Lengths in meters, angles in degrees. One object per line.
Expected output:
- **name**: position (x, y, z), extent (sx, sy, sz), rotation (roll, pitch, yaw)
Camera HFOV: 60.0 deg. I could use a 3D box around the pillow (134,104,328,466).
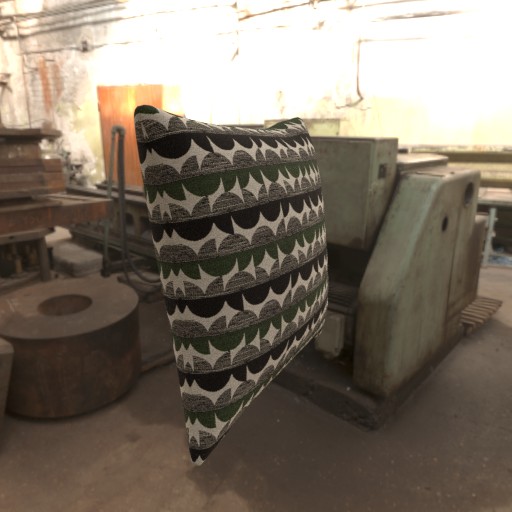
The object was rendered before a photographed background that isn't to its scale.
- **pillow**: position (0.000, 0.000, 0.652), extent (0.180, 0.404, 0.419), rotation (8, 17, 27)
